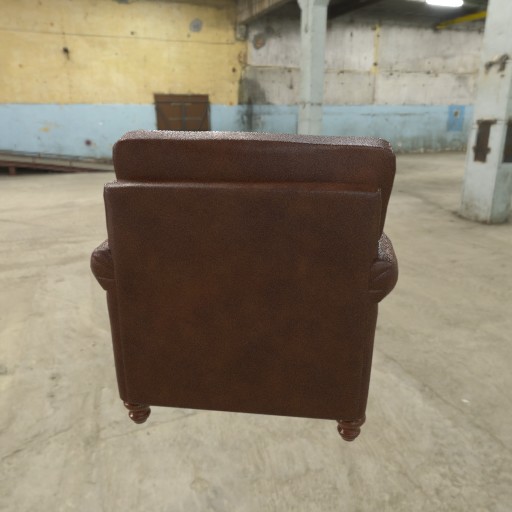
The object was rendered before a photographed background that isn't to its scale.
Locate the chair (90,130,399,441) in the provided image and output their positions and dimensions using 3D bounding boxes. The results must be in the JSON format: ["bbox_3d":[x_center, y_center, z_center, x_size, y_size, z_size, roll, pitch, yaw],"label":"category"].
[{"bbox_3d":[0.000,0.000,1.764,0.989,0.972,0.992,2,17,7],"label":"chair"}]
